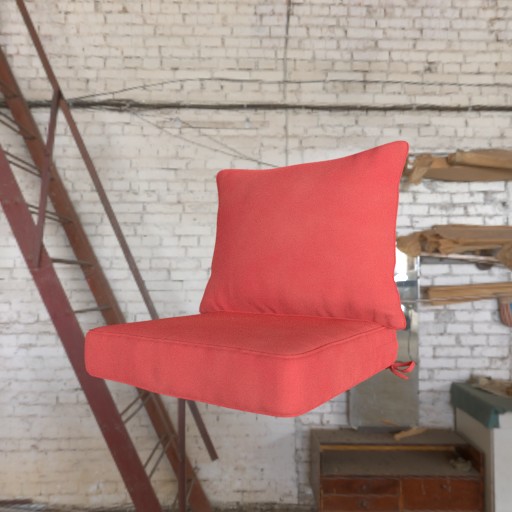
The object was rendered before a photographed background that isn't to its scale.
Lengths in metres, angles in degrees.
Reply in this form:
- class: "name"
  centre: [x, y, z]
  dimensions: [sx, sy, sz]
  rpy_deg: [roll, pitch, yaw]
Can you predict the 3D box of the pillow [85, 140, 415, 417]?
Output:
- class: "pillow"
  centre: [0.000, 0.000, 1.342]
  dimensions: [0.798, 0.725, 0.733]
  rpy_deg: [-1, -2, 34]
